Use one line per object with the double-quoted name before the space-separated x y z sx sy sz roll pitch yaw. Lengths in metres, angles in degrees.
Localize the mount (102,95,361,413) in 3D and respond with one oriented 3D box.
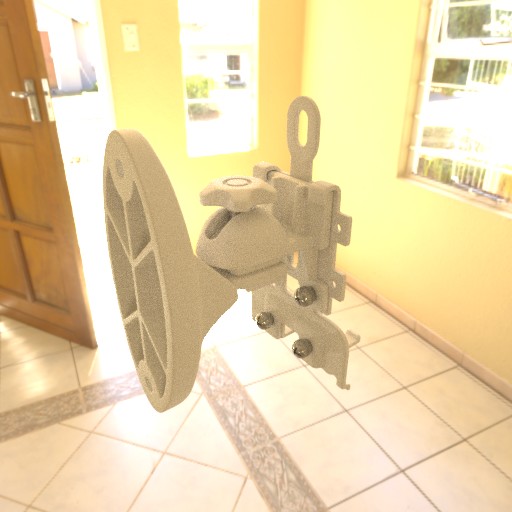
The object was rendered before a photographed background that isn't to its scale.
"mount" 0.000 0.000 0.176 0.100 0.118 0.066 -18 31 -32
